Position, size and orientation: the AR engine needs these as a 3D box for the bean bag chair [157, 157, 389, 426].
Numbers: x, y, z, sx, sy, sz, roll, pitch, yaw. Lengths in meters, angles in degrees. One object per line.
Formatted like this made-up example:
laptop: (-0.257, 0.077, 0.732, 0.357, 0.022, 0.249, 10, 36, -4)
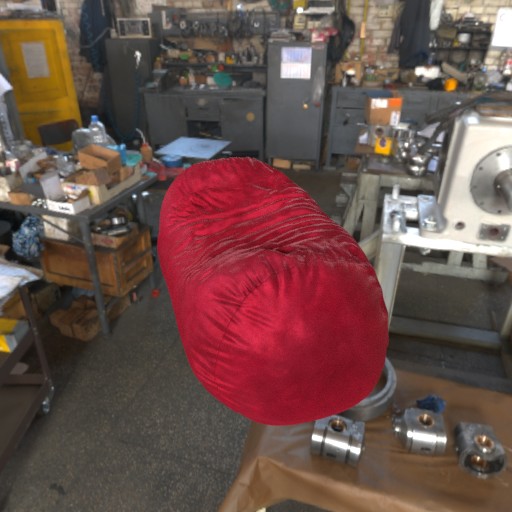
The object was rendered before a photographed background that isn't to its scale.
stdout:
bean bag chair: (0.000, 0.000, 2.915, 1.216, 0.867, 2.293, -8, 30, -14)
